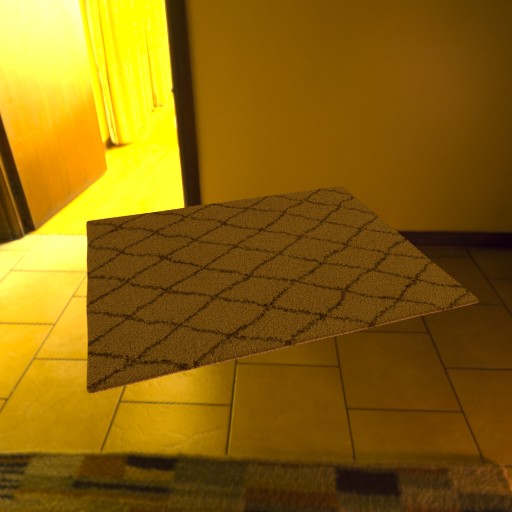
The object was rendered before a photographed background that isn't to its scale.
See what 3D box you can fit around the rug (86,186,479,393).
[{"bbox_3d":[0.000,0.000,4.184,3.047,0.029,2.438,-10,34,-15],"label":"rug"}]
